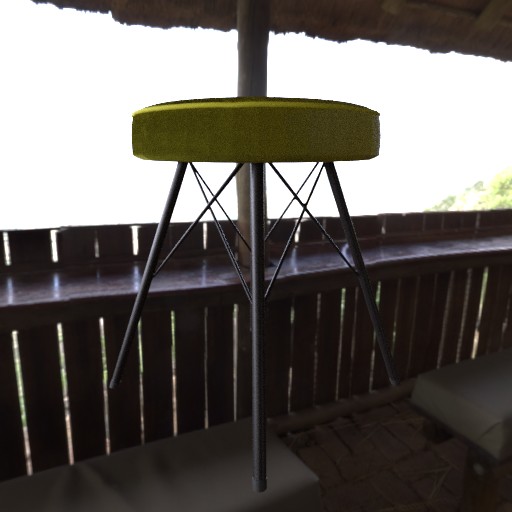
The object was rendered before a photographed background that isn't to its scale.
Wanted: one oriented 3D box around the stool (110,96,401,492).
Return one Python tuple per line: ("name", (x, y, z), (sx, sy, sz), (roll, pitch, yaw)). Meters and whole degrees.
("stool", (0.000, 0.000, 0.796), (0.409, 0.508, 0.409), (12, 17, 43))
